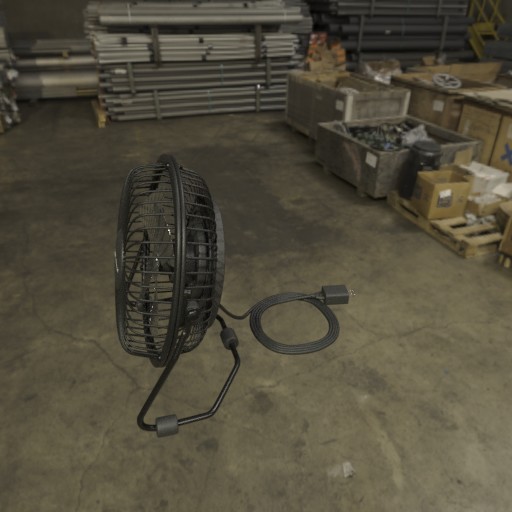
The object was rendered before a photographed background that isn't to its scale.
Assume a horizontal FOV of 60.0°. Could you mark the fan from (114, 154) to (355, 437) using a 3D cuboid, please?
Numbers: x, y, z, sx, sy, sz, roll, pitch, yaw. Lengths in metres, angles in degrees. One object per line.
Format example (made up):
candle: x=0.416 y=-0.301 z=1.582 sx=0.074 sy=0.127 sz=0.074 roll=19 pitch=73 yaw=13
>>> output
fan: x=0.000 y=0.000 z=0.314 sx=0.202 sy=0.152 sz=0.153 roll=-9 pitch=31 yaw=-16
